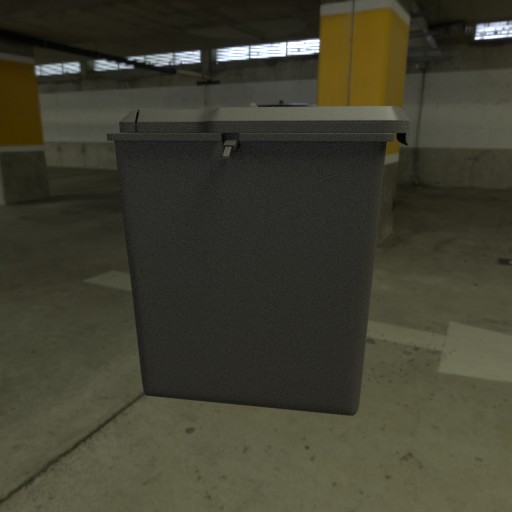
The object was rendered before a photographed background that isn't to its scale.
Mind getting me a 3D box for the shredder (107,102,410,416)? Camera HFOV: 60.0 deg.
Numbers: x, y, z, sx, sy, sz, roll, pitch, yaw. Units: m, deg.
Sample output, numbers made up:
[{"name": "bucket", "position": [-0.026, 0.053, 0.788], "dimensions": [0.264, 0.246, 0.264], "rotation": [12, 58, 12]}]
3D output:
[{"name": "shredder", "position": [0.000, 0.000, 0.518], "dimensions": [0.320, 0.335, 0.170], "rotation": [3, 16, 9]}]
